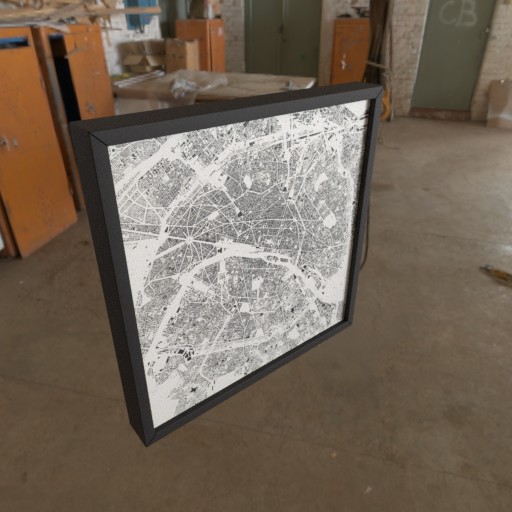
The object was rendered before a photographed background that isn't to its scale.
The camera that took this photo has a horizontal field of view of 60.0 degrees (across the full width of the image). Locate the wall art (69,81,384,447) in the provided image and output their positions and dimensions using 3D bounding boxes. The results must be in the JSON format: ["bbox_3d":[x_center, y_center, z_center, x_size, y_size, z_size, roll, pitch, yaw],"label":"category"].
[{"bbox_3d":[0.000,0.000,0.452,0.305,0.305,0.037,-22,36,-33],"label":"wall art"}]
